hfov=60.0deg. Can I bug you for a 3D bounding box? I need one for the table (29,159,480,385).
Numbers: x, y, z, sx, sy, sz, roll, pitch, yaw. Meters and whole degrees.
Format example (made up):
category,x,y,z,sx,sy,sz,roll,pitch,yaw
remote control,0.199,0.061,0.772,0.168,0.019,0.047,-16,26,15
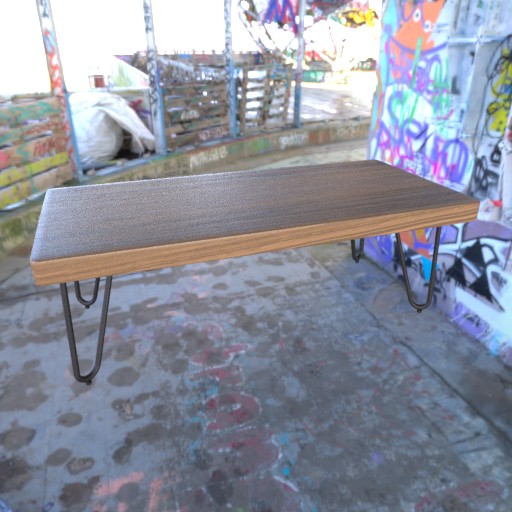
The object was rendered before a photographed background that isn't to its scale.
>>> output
category,x,y,z,sx,sy,sz,roll,pitch,yaw
table,0.000,0.000,1.631,1.375,0.468,0.637,-9,27,-17
